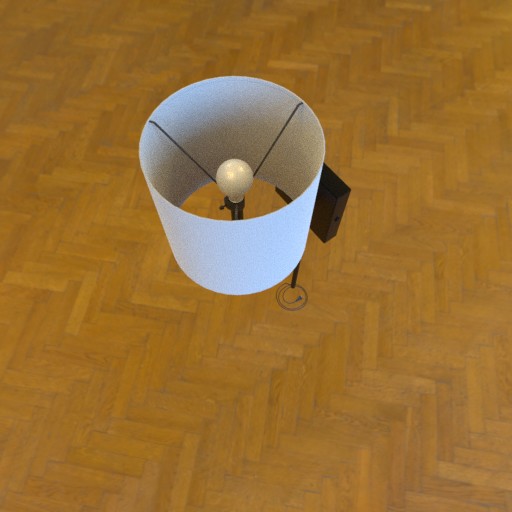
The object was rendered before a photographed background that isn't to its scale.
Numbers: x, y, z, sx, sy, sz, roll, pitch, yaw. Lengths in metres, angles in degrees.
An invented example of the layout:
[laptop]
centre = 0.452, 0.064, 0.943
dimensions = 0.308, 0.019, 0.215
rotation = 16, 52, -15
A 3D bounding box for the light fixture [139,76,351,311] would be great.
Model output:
[light fixture]
centre = 0.000, 0.000, 0.720
dimensions = 0.248, 0.589, 0.188
rotation = -34, 68, -15
